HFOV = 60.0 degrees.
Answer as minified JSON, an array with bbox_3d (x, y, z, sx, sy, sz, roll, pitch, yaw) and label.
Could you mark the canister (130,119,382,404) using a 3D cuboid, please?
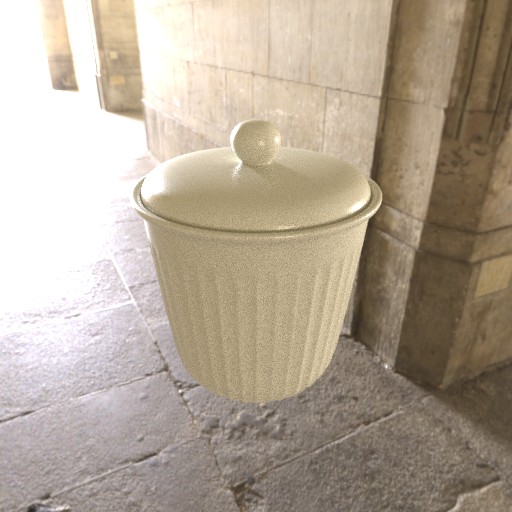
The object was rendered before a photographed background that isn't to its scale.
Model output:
[{"bbox_3d":[0.000,0.000,0.354,0.181,0.211,0.181,0,27,0],"label":"canister"}]
